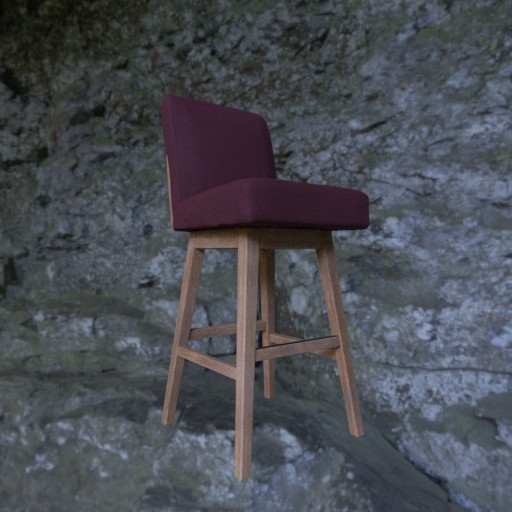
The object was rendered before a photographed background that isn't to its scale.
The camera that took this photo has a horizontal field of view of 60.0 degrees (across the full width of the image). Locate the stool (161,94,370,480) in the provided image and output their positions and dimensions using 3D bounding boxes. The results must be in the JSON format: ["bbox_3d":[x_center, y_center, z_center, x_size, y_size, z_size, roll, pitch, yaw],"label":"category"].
[{"bbox_3d":[0.000,0.000,1.410,0.468,1.093,0.562,0,1,-36],"label":"stool"}]
